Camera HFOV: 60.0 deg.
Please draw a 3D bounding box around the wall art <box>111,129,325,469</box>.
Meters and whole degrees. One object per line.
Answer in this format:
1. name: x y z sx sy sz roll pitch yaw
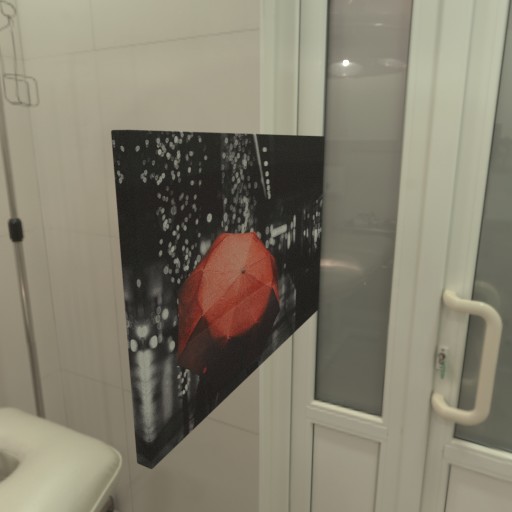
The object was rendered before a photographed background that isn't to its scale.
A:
1. wall art: 0.000 0.000 1.150 0.038 0.609 0.914 7 16 26
